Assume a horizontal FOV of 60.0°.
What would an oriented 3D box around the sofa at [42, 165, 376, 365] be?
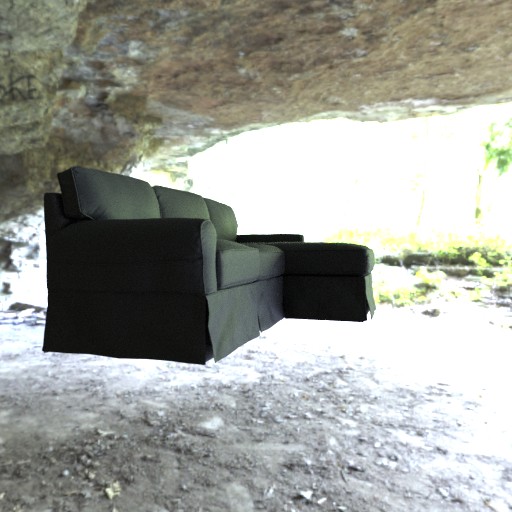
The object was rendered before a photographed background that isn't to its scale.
[{"bbox_3d":[0.000,0.000,3.293,1.637,1.039,2.518,0,1,18],"label":"sofa"}]
